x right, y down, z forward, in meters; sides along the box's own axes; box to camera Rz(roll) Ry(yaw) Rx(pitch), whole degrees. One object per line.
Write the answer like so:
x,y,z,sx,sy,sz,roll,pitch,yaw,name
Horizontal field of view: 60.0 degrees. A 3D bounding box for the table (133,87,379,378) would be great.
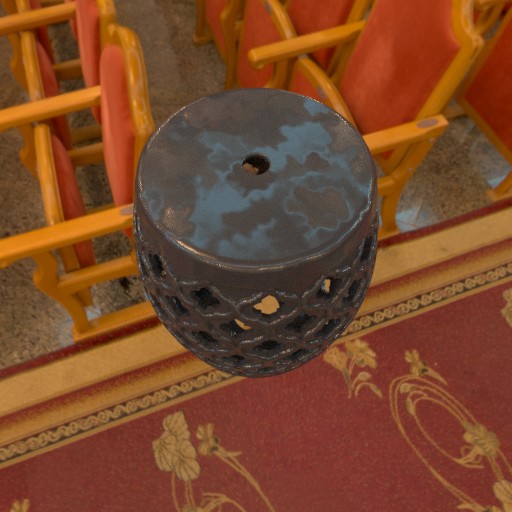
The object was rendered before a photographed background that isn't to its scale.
0.000,0.000,0.643,0.325,0.388,0.325,0,59,0,table
